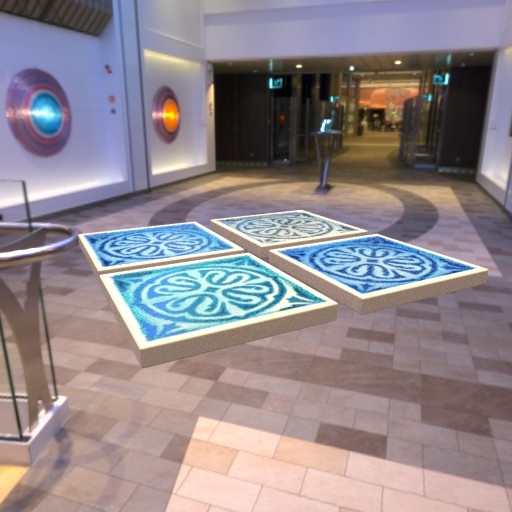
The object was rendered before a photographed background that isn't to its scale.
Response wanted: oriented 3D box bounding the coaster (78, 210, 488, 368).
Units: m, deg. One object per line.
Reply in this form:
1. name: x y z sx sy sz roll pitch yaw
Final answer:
1. coaster: 0.000 0.000 0.323 0.219 0.010 0.214 -9 19 -26
